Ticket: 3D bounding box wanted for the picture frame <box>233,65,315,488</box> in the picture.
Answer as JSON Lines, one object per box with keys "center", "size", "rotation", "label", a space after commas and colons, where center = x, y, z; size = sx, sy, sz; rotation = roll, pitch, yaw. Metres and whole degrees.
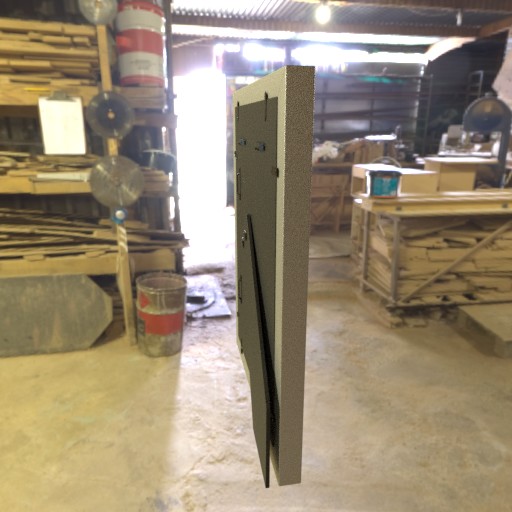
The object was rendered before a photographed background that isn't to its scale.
{"center": [0.000, 0.000, 0.530], "size": [0.036, 0.386, 0.307], "rotation": [-3, 17, -10], "label": "picture frame"}
